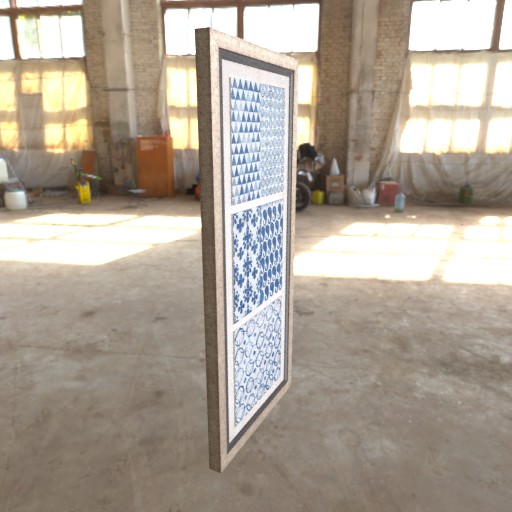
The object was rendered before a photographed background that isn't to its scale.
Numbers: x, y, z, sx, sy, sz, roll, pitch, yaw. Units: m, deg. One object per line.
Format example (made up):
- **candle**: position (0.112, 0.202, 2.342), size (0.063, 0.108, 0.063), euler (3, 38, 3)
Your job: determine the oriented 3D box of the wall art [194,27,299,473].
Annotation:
- **wall art**: position (0.000, 0.000, 1.689), size (0.051, 1.461, 0.648), euler (8, 17, 26)
